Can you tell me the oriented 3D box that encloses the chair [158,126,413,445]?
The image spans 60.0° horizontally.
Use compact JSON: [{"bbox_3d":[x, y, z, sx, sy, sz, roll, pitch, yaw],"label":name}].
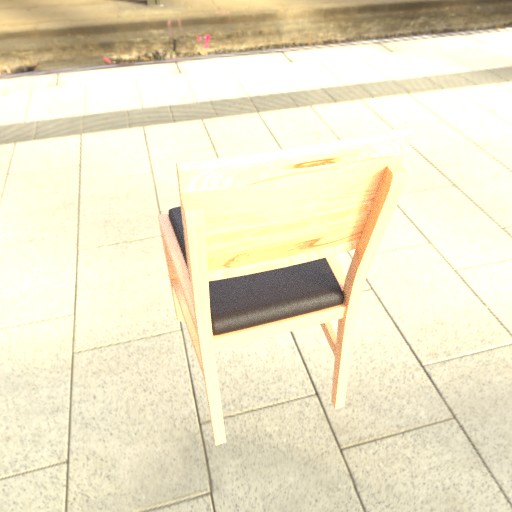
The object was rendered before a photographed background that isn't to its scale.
[{"bbox_3d":[0.000,0.000,1.246,0.475,0.950,0.560,-12,44,-13],"label":"chair"}]
